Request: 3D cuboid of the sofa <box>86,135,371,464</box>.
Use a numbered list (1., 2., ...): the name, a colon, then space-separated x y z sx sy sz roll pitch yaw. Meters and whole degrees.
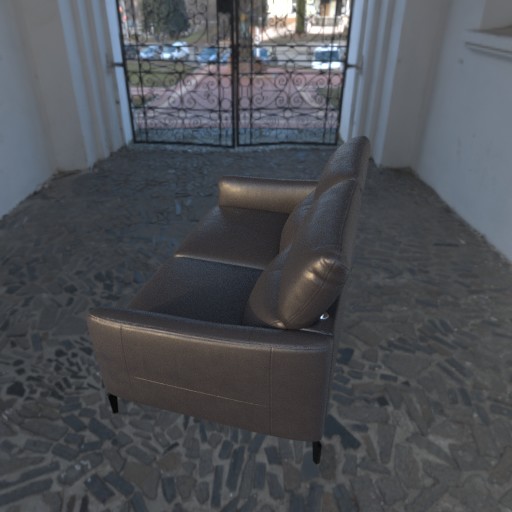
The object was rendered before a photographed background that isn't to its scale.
1. sofa: 0.000 0.000 2.210 0.958 0.920 1.596 8 31 13
